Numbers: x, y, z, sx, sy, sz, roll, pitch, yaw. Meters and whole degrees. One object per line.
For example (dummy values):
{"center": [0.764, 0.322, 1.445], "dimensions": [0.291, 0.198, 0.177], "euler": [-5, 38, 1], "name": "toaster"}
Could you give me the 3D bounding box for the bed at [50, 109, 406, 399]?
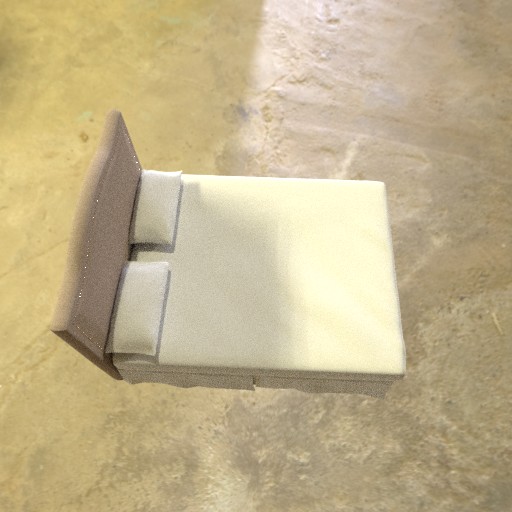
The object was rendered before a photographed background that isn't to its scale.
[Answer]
{"center": [0.000, 0.000, 3.433], "dimensions": [2.282, 1.436, 1.821], "euler": [2, 63, 1], "name": "bed"}
